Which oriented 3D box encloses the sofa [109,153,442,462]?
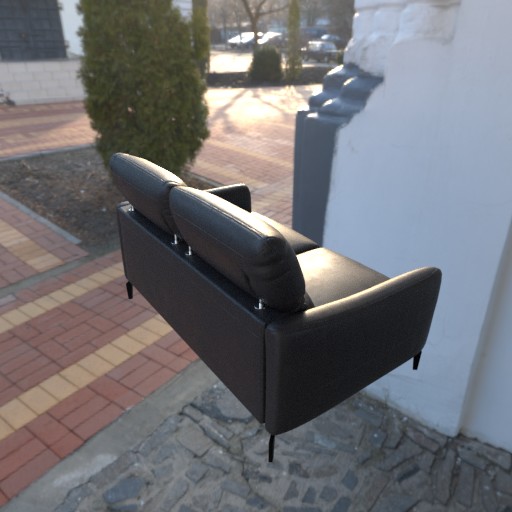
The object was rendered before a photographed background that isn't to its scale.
[{"bbox_3d":[0.000,0.000,2.265,0.958,0.920,1.596,-18,31,-31],"label":"sofa"}]
